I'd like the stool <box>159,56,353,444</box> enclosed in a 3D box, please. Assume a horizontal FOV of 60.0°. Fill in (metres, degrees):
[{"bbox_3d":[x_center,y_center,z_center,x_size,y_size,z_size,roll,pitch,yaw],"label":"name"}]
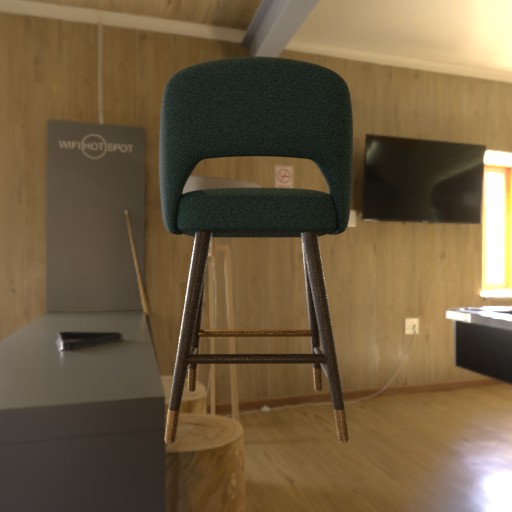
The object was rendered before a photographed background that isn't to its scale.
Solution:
[{"bbox_3d":[0.000,0.000,1.285,0.536,0.939,0.522,0,0,-1],"label":"stool"}]
